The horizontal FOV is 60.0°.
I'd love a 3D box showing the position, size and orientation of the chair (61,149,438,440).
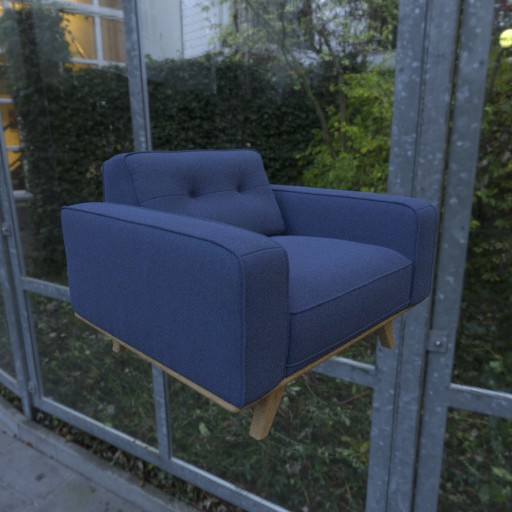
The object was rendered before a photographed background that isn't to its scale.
[{"bbox_3d":[0.000,0.000,1.700,0.953,0.783,1.118,14,20,42],"label":"chair"}]
